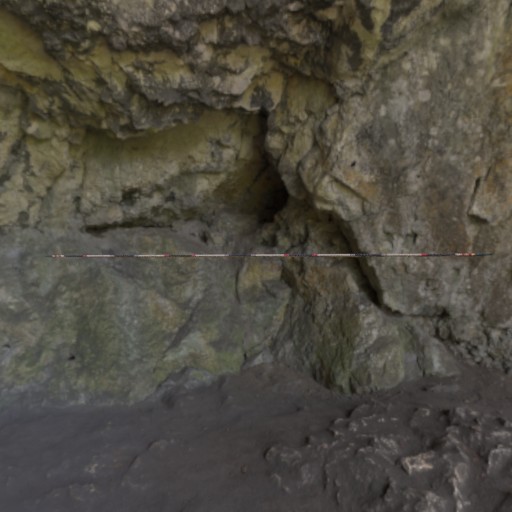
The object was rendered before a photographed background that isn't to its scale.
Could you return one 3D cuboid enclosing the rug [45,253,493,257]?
[{"bbox_3d":[0.000,0.000,2.682,2.440,0.009,0.760,0,-1,17],"label":"rug"}]
